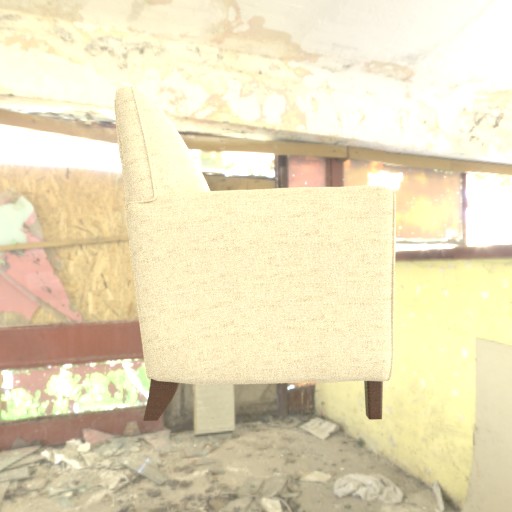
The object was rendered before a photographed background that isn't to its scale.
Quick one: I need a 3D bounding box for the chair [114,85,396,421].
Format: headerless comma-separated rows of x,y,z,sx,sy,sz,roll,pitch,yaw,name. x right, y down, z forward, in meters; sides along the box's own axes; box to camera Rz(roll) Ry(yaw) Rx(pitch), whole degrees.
0.000,0.000,1.628,0.823,0.943,0.870,0,-1,0,chair
